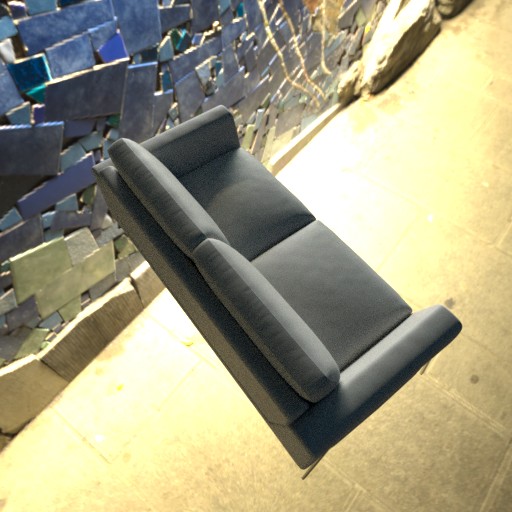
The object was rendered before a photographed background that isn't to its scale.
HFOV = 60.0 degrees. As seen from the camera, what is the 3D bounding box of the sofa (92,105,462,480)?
[{"bbox_3d":[0.000,0.000,2.490,0.953,0.875,2.017,-33,63,-19],"label":"sofa"}]
